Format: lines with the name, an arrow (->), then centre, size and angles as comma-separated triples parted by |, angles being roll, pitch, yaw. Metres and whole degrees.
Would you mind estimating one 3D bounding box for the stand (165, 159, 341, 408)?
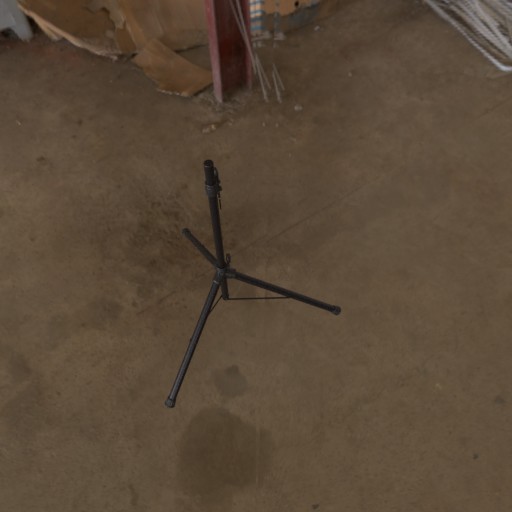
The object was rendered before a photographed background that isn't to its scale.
stand -> 0.000, 0.000, 1.919 | 0.907, 1.136, 1.045 | 1, 58, 1
